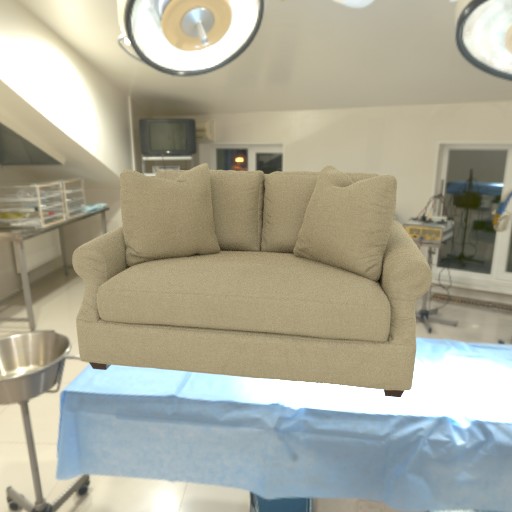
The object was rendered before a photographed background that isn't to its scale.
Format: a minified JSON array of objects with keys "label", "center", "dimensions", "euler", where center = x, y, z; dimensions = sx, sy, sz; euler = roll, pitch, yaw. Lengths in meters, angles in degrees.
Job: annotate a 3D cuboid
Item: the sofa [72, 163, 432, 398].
[{"label":"sofa","center":[0.000,0.000,2.240],"dimensions":[1.550,0.905,1.070],"euler":[3,15,10]}]
